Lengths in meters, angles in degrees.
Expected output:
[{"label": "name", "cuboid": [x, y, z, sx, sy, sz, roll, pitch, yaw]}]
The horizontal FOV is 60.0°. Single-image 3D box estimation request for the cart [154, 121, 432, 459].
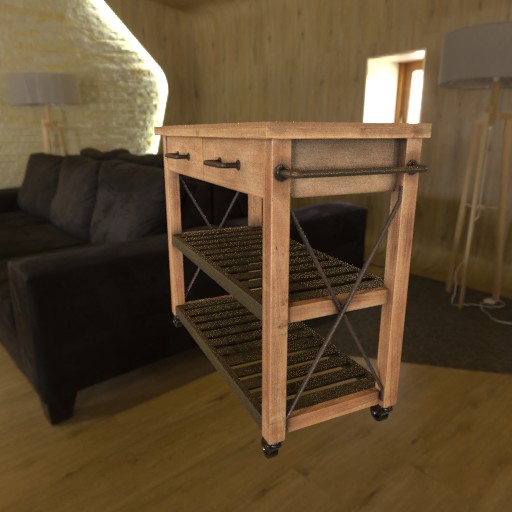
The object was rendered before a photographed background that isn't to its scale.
[{"label": "cart", "cuboid": [0.000, 0.000, 0.979, 0.298, 0.554, 0.686, -7, 17, -24]}]
